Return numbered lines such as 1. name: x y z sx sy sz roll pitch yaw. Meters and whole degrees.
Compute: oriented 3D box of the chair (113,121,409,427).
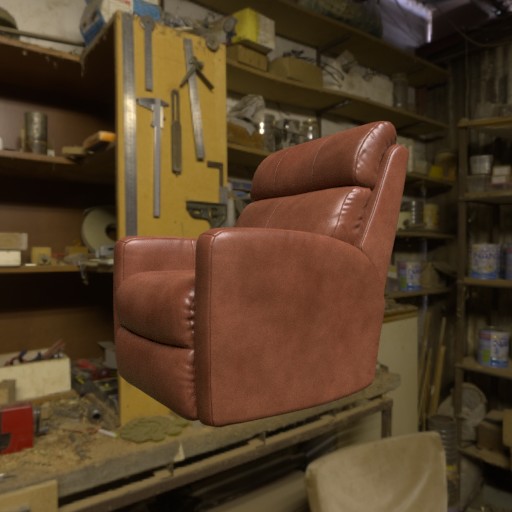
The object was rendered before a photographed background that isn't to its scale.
1. chair: 0.000 0.000 1.696 0.939 1.016 0.787 0 0 -36
